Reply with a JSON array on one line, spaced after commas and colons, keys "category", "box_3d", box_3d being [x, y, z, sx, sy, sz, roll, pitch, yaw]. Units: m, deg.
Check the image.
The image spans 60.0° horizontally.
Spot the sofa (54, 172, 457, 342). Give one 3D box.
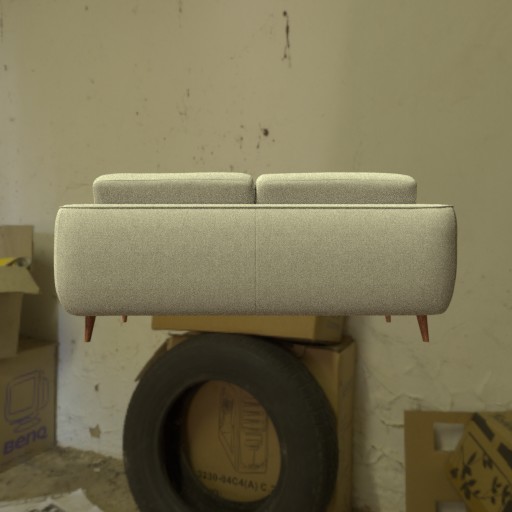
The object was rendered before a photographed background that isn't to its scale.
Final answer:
[{"category": "sofa", "box_3d": [0.000, 0.000, 2.515, 2.000, 0.850, 0.920, 0, 0, 0]}]
